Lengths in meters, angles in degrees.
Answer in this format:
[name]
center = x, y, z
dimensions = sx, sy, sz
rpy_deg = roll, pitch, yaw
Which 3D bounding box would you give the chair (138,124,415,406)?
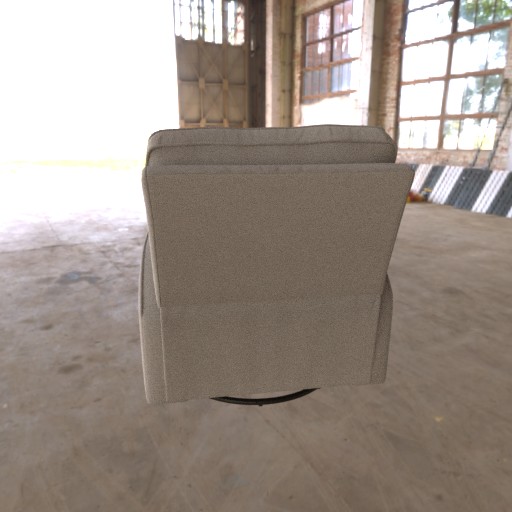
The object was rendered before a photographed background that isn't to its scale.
[chair]
center = 0.000, 0.000, 1.715
dimensions = 0.861, 0.964, 0.969
rpy_deg = -2, 15, -9
